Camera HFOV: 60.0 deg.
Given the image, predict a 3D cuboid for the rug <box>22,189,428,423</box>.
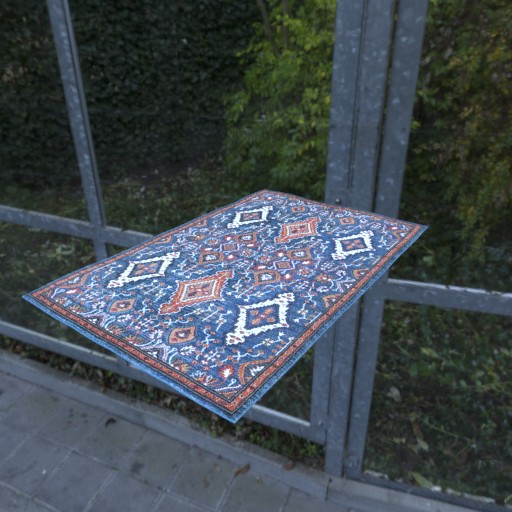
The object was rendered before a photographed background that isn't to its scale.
[{"bbox_3d":[0.000,0.000,2.271,1.195,0.014,1.847,18,32,32],"label":"rug"}]
